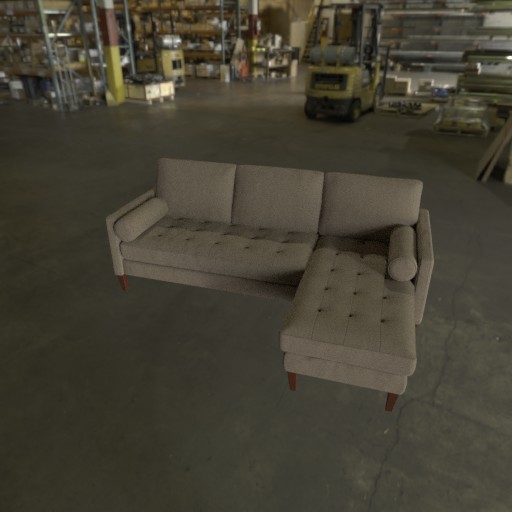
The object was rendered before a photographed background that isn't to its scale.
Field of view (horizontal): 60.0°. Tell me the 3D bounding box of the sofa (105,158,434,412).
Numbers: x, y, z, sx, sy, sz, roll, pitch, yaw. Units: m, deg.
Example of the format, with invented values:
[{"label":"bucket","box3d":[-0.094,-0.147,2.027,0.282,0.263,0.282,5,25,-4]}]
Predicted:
[{"label":"sofa","box3d":[0.000,0.000,2.941,2.178,0.875,1.506,8,28,15]}]
